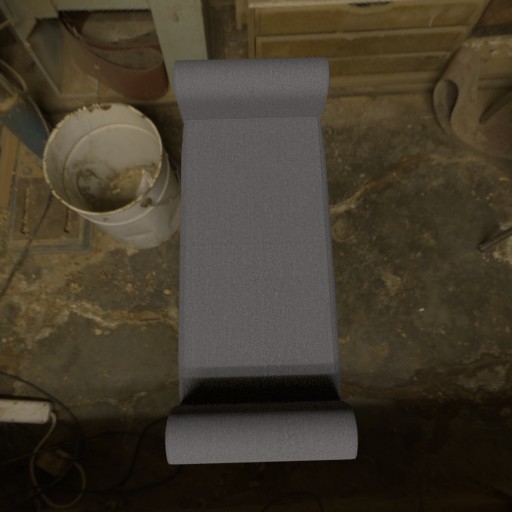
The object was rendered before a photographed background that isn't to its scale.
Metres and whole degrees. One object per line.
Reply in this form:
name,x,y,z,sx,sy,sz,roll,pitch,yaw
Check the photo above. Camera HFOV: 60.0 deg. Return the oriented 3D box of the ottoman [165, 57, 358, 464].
ottoman,0.000,0.000,1.558,0.521,0.547,1.256,-1,76,0
